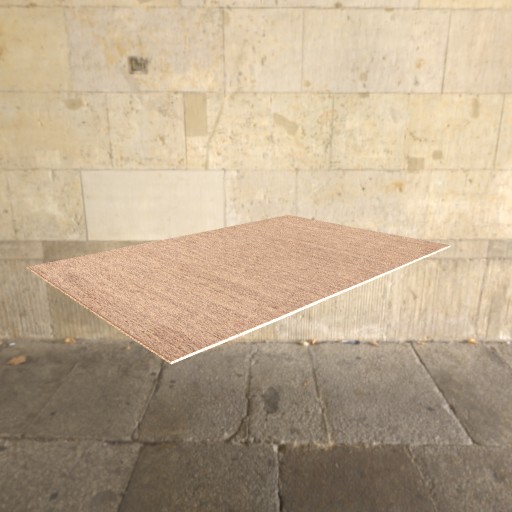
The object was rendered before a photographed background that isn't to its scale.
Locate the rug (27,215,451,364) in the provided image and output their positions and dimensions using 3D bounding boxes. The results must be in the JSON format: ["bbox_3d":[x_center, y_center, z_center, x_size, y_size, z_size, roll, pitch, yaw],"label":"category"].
[{"bbox_3d":[0.000,0.000,2.290,1.840,0.013,1.225,-15,22,-42],"label":"rug"}]
